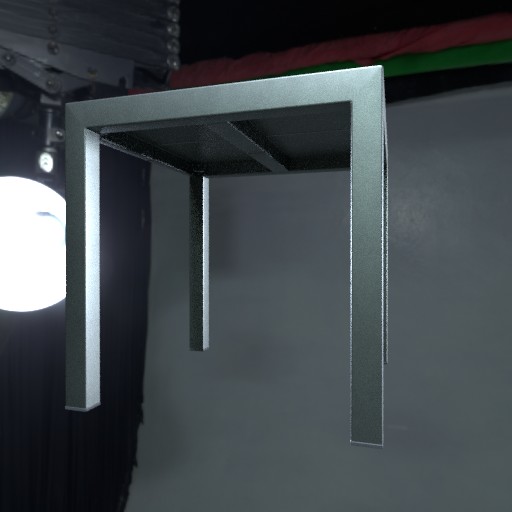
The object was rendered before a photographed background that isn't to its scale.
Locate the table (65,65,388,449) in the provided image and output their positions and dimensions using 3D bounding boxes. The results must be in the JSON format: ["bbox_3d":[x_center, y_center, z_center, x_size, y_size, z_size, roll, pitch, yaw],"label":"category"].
[{"bbox_3d":[0.000,0.000,0.901,0.508,0.508,0.508,0,0,17],"label":"table"}]
